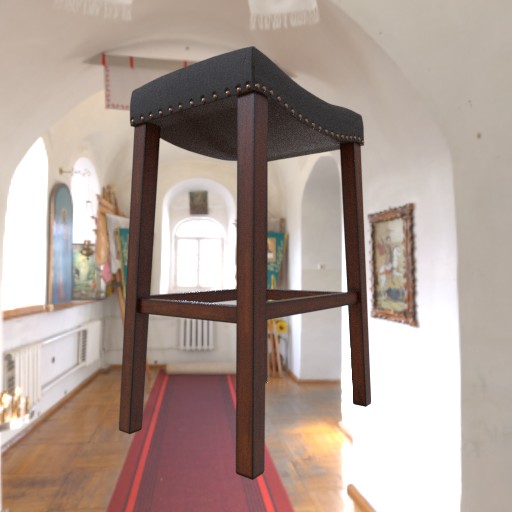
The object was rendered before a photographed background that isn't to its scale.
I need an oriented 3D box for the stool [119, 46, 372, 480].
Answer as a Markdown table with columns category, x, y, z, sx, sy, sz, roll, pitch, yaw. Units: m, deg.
| category | x | y | z | sx | sy | sz | roll | pitch | yaw |
| --- | --- | --- | --- | --- | --- | --- | --- | --- | --- |
| stool | 0.000 | 0.000 | 1.054 | 0.366 | 0.760 | 0.502 | -1 | -1 | 37 |
